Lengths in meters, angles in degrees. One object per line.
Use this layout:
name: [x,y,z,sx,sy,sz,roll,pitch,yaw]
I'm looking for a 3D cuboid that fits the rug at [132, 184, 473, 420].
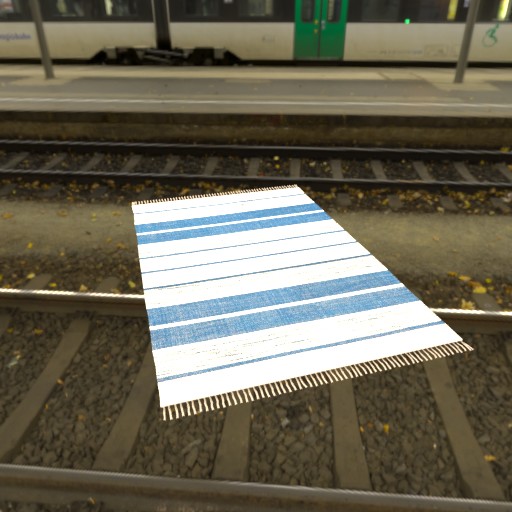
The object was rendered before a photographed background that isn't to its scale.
rug: [0.000,0.000,3.027,1.532,0.010,2.441,-8,30,-14]
